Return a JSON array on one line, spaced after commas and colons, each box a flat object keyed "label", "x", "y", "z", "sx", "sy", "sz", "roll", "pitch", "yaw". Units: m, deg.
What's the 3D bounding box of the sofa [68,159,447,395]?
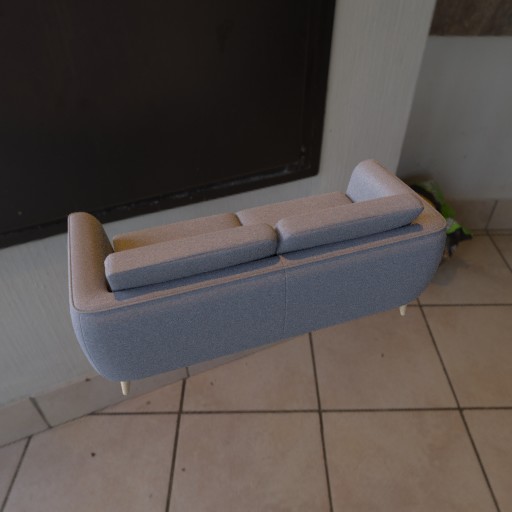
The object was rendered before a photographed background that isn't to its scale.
[{"label": "sofa", "x": 0.000, "y": 0.000, "z": 2.613, "sx": 2.000, "sy": 0.870, "sz": 0.920, "roll": -13, "pitch": 42, "yaw": -14}]
